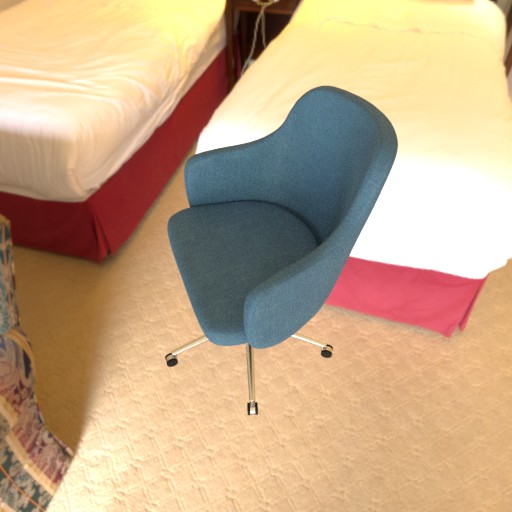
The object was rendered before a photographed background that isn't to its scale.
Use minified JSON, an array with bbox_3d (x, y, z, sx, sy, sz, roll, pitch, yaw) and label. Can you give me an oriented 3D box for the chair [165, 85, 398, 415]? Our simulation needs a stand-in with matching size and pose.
[{"bbox_3d":[0.000,0.000,1.306,0.655,0.820,0.599,-15,48,-14],"label":"chair"}]
